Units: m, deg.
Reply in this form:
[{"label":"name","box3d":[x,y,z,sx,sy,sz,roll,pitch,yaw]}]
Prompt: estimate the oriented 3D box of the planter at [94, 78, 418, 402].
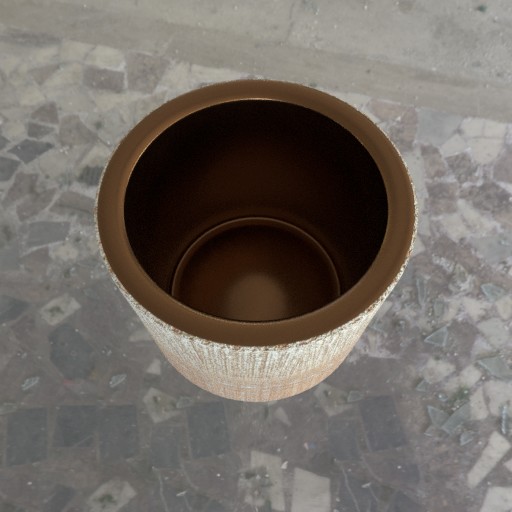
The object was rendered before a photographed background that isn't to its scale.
[{"label":"planter","box3d":[0.000,0.000,0.189,0.109,0.096,0.109,0,64,0]}]
